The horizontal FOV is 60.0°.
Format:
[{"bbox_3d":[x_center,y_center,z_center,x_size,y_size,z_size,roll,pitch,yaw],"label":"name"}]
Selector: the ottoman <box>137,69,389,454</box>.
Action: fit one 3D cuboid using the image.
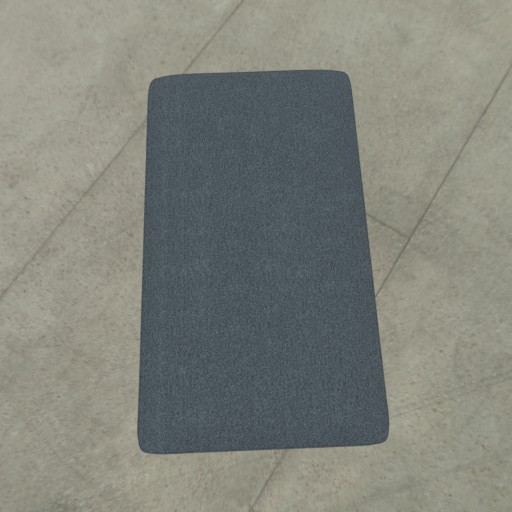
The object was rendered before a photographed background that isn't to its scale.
[{"bbox_3d":[0.000,0.000,1.508,0.681,0.494,1.173,-2,74,-1],"label":"ottoman"}]
